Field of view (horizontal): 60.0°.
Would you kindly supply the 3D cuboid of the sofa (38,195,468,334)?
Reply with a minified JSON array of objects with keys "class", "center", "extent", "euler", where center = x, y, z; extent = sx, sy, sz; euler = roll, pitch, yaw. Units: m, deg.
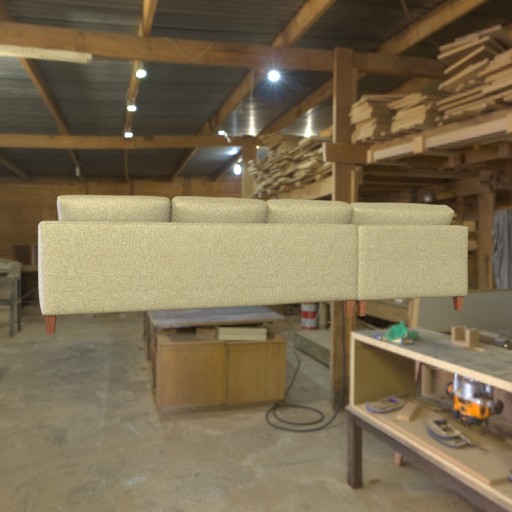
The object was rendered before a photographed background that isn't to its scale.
[{"class":"sofa","center":[0.000,0.000,3.812],"extent":[3.201,0.876,1.502],"euler":[-1,2,-17]}]
